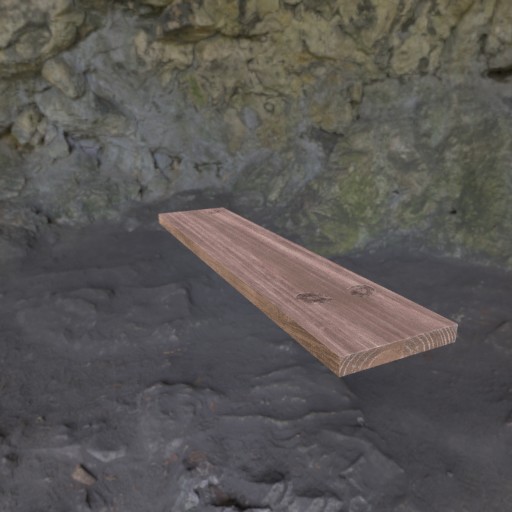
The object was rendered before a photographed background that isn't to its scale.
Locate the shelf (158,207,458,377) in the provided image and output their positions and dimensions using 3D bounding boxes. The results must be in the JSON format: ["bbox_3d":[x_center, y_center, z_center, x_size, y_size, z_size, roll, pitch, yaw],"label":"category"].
[{"bbox_3d":[0.000,0.000,0.665,0.140,0.020,0.610,-9,20,-25],"label":"shelf"}]
